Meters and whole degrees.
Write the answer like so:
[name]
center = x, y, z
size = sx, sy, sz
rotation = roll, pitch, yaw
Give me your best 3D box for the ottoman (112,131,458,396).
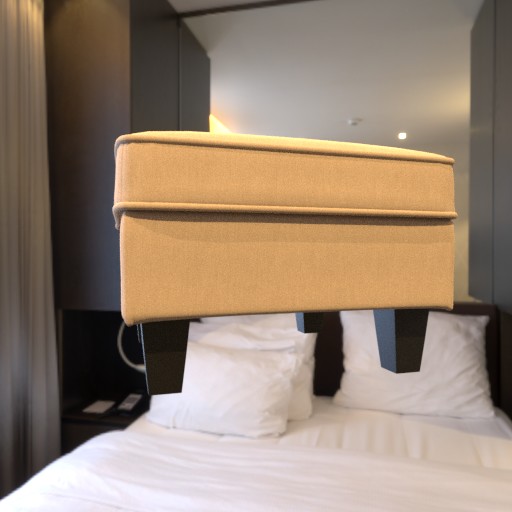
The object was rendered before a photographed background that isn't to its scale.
[ottoman]
center = 0.000, 0.000, 1.003
size = 0.613, 0.438, 0.616
rotation = 0, 0, -17
